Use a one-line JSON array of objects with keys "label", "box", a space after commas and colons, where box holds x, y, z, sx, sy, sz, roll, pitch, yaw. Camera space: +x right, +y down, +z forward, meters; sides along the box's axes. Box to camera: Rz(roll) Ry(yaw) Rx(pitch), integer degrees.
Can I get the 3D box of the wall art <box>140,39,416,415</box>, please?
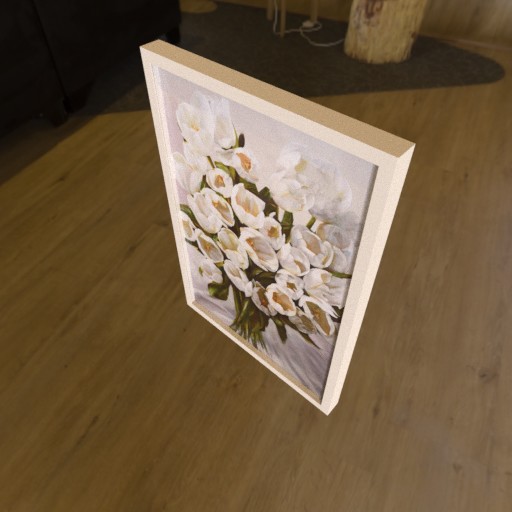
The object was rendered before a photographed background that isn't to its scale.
[{"label": "wall art", "box": [0.000, 0.000, 0.832, 0.450, 0.657, 0.038, 33, 55, 27]}]
